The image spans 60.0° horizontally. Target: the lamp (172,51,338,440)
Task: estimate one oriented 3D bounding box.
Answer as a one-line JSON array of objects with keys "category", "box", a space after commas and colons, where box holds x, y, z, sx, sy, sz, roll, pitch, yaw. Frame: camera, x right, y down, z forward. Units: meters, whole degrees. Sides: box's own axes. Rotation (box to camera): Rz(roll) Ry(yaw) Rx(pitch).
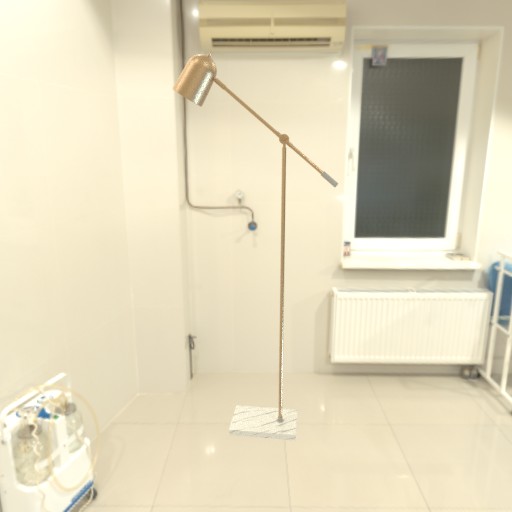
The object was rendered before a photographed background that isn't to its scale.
[{"category": "lamp", "box": [0.000, 0.000, 1.854, 0.653, 1.594, 0.194, 2, 14, 7]}]
